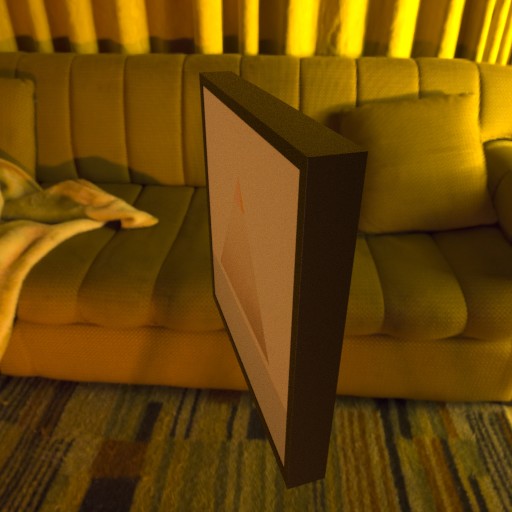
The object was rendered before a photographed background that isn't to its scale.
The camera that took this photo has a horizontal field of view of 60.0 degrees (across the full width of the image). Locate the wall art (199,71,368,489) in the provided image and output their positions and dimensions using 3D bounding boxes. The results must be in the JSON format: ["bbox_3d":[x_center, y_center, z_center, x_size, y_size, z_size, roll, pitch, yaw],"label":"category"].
[{"bbox_3d":[0.000,0.000,0.445,0.037,0.303,0.304,-9,32,-15],"label":"wall art"}]
